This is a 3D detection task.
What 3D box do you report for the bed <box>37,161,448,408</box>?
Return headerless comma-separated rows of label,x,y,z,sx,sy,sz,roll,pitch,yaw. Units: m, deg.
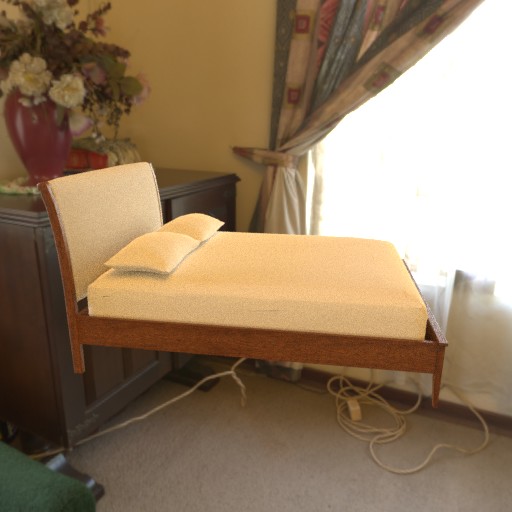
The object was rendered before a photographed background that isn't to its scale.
bed,0.000,0.000,3.293,2.380,1.250,1.612,3,17,9
